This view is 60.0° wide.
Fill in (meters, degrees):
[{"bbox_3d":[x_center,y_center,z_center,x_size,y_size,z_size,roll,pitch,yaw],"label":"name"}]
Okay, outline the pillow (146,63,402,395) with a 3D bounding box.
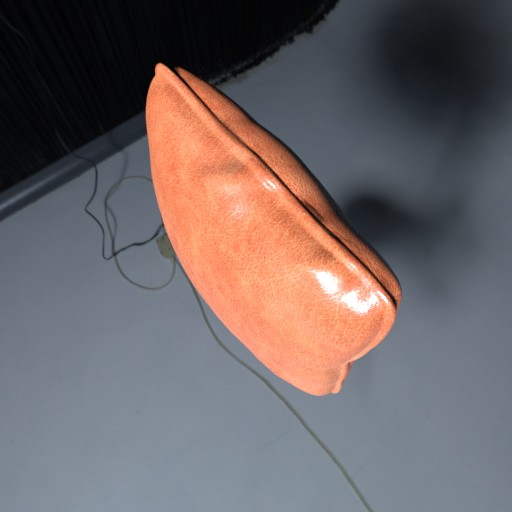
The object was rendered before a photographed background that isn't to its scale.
[{"bbox_3d":[0.000,0.000,0.812,0.236,0.523,0.532,-35,68,-16],"label":"pillow"}]
